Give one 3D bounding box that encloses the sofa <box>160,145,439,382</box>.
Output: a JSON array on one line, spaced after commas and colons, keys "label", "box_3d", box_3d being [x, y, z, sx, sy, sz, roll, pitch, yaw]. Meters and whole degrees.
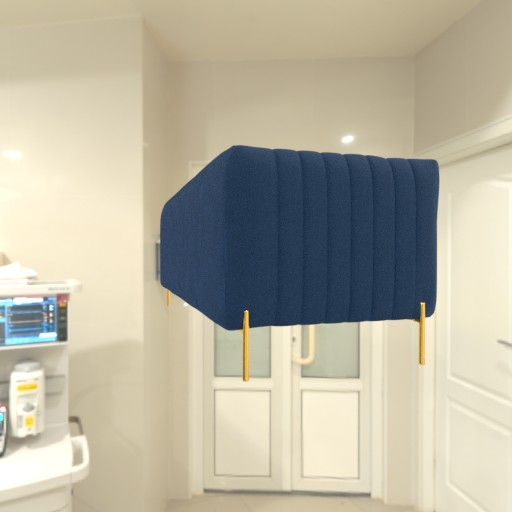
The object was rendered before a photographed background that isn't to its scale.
[{"label": "sofa", "box_3d": [0.000, 0.000, 2.553, 0.896, 0.793, 2.136, 0, 1, -18]}]
